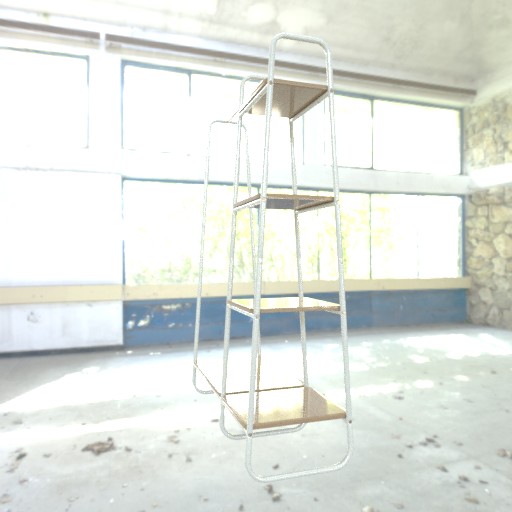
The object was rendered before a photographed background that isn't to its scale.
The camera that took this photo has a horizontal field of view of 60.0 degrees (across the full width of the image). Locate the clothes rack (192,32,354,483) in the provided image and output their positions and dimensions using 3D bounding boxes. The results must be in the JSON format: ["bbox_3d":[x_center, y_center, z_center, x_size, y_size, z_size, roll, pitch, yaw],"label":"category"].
[{"bbox_3d":[0.000,0.000,1.977,0.400,1.500,1.011,0,0,-18],"label":"clothes rack"}]
